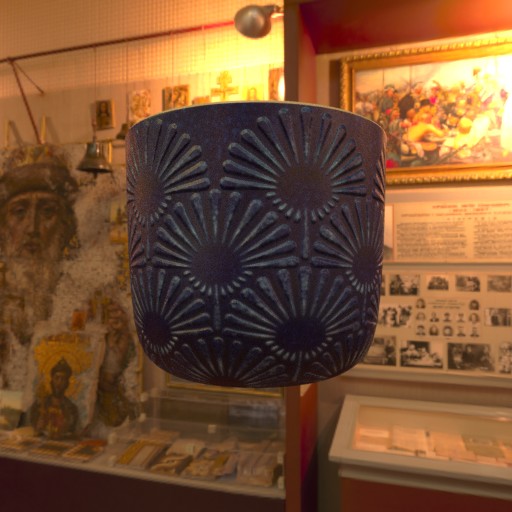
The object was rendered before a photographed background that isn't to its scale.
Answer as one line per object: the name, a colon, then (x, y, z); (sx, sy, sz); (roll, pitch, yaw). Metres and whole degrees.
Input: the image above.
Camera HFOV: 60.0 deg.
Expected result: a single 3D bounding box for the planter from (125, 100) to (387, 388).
planter: (0.000, 0.000, 0.217); (0.124, 0.109, 0.124); (0, -1, 0)
